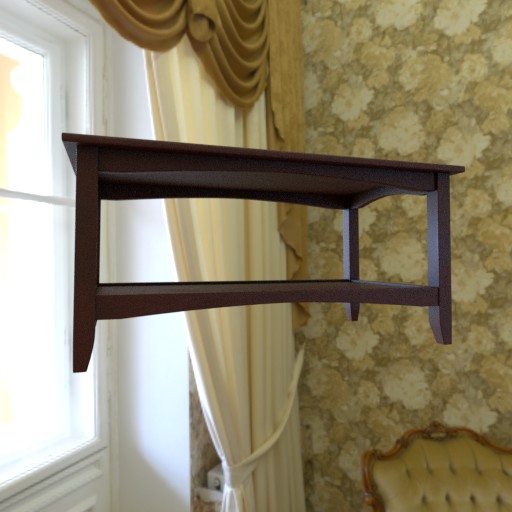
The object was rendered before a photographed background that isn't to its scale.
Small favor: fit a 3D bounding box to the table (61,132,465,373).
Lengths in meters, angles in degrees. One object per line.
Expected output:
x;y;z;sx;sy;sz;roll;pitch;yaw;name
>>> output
0.000;0.000;1.225;0.943;0.456;0.533;0;0;-19;table
